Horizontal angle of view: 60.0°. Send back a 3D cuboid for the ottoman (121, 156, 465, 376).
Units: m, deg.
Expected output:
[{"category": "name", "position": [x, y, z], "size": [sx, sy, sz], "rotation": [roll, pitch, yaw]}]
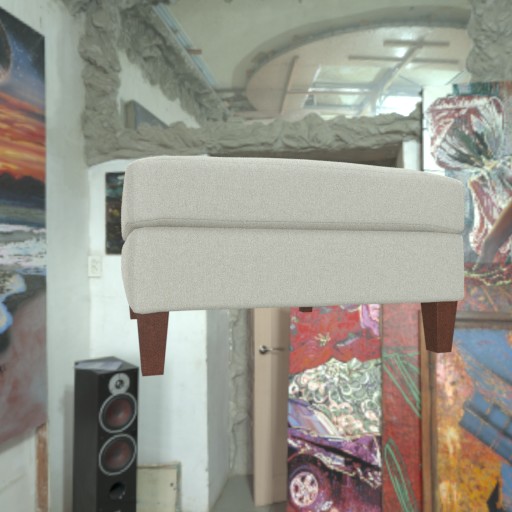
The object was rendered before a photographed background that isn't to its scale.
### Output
[{"category": "ottoman", "position": [0.000, 0.000, 1.446], "size": [0.836, 0.492, 0.976], "rotation": [0, 0, -17]}]
